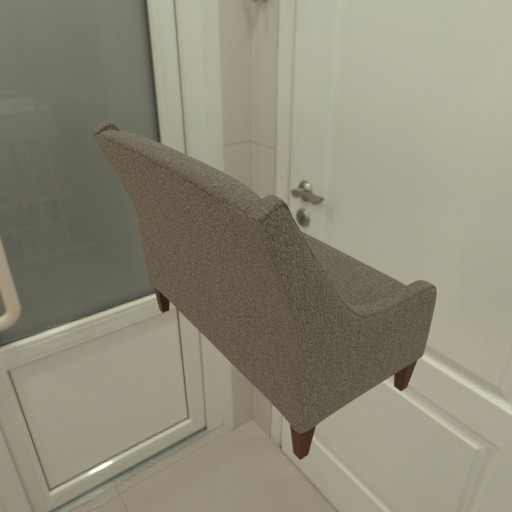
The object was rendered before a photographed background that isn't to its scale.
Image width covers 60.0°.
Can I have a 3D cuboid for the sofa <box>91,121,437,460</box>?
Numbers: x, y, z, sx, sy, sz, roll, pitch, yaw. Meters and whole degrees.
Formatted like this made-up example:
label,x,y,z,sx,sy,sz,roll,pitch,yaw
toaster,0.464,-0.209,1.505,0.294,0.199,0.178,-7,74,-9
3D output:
label,x,y,z,sx,sy,sz,roll,pitch,yaw
sofa,0.000,0.000,1.895,0.862,1.026,1.242,-19,33,-31
